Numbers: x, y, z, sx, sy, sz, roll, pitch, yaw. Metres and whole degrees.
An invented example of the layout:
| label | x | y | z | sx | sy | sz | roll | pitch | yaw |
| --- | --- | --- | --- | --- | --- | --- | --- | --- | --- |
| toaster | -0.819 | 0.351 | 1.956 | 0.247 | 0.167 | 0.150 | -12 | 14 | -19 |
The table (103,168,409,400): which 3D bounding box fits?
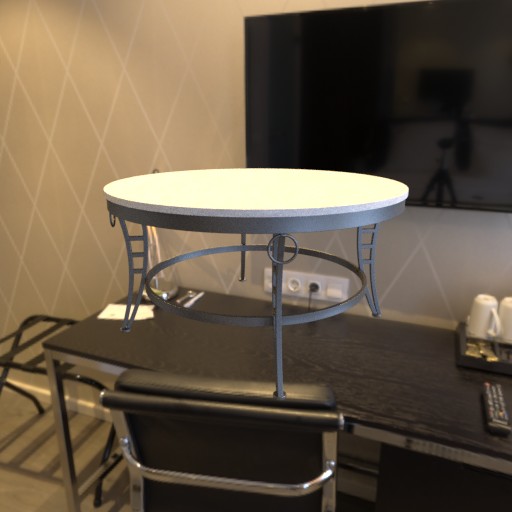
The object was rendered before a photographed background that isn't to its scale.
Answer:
| label | x | y | z | sx | sy | sz | roll | pitch | yaw |
| --- | --- | --- | --- | --- | --- | --- | --- | --- | --- |
| table | 0.000 | 0.000 | 1.427 | 0.889 | 0.470 | 0.889 | 0 | 17 | 0 |
